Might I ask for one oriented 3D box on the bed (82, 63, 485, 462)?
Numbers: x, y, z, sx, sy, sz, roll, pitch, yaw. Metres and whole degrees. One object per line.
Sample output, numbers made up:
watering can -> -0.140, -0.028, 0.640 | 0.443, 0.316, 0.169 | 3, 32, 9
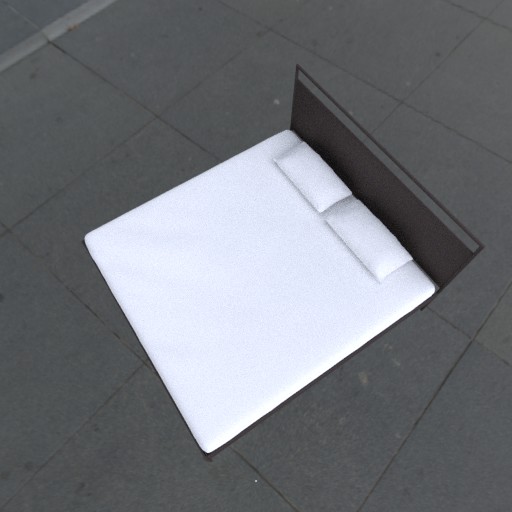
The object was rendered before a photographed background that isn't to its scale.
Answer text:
bed -> 0.000, 0.000, 3.410 | 2.151, 1.173, 1.993 | -31, 67, -15
